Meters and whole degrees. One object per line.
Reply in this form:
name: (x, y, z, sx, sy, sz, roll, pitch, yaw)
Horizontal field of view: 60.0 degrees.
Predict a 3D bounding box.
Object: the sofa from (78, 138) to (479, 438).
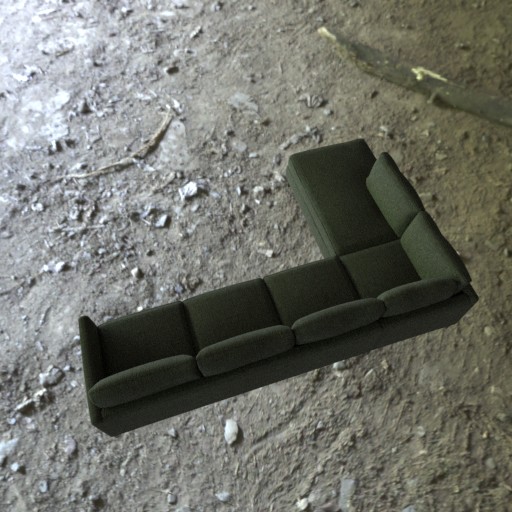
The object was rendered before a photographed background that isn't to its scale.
sofa: (0.000, 0.000, 3.749, 2.949, 0.815, 2.007, -16, 60, -9)
